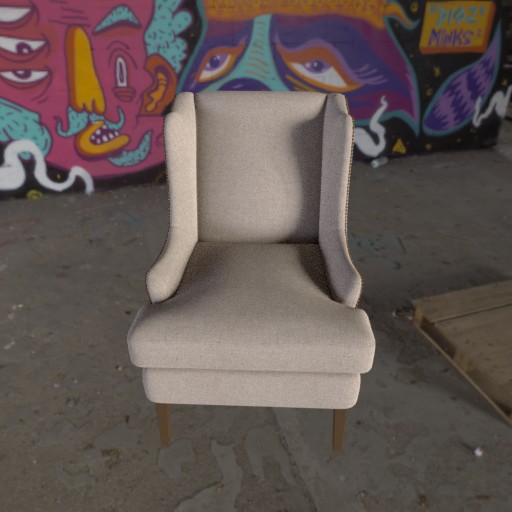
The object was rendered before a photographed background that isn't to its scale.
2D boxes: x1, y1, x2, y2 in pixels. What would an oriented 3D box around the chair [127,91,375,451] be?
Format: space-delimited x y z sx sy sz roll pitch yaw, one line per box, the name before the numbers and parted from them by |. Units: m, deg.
chair | 0.000 0.000 1.653 0.737 1.029 0.940 1 30 2
